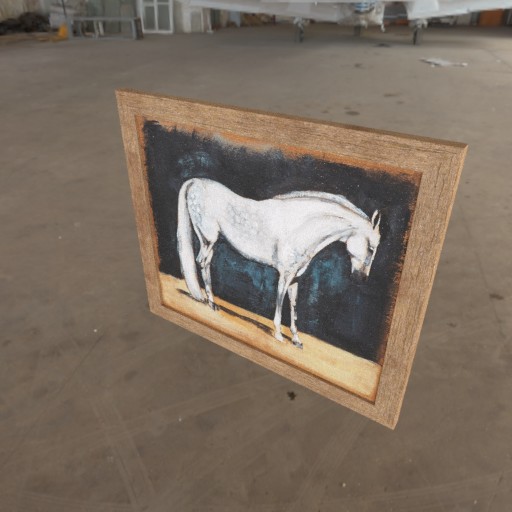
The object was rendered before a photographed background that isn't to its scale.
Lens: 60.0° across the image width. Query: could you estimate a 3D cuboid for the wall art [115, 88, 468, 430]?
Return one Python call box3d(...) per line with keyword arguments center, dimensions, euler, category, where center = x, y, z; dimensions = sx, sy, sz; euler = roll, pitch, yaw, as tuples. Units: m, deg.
box3d(center=(0.000, 0.000, 0.921), dimensions=(0.690, 0.588, 0.026), euler=(19, 37, 28), category="wall art")
